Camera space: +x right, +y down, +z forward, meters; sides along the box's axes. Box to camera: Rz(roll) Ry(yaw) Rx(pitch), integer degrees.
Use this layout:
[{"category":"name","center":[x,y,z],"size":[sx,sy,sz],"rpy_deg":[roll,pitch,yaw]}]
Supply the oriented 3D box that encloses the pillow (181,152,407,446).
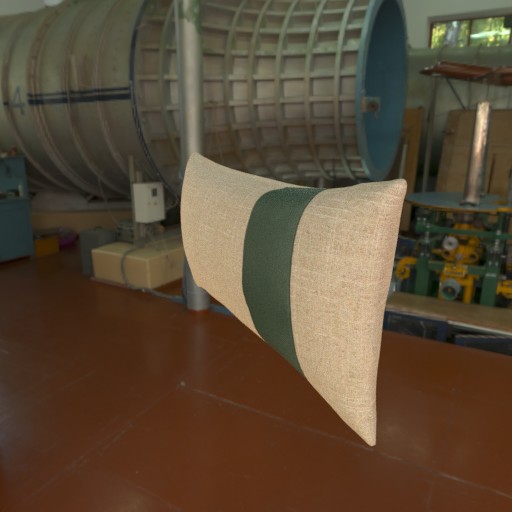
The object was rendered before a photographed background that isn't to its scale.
[{"category":"pillow","center":[0.000,0.000,1.010],"size":[0.197,0.429,0.859],"rpy_deg":[-8,17,-25]}]
